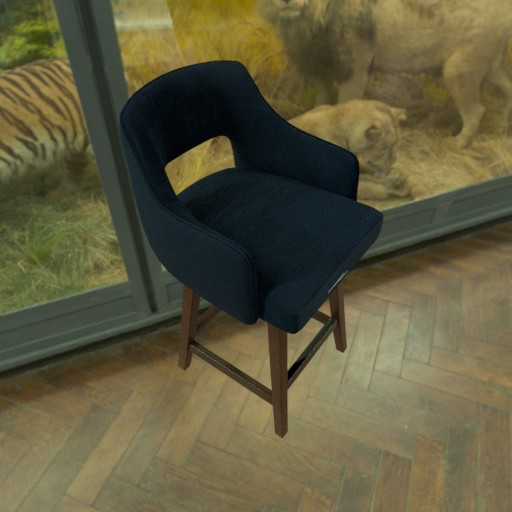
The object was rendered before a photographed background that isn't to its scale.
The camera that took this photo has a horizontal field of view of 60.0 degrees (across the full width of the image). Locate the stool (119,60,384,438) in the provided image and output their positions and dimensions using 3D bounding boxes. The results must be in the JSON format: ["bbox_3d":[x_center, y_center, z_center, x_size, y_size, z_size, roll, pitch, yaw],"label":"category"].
[{"bbox_3d":[0.000,0.000,1.291,0.560,0.940,0.550,26,48,26],"label":"stool"}]
